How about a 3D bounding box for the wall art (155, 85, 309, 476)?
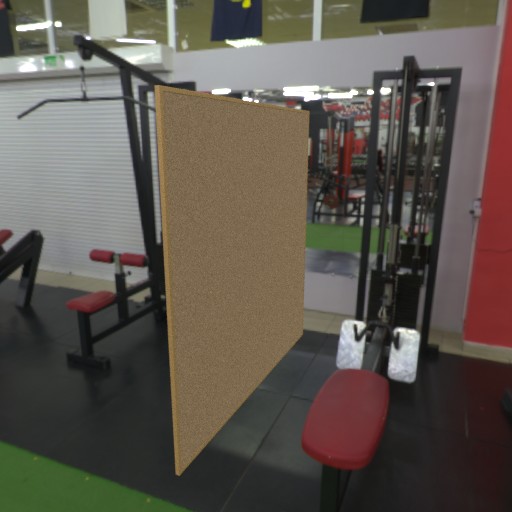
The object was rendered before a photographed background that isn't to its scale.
[{"bbox_3d":[0.000,0.000,1.461,0.013,0.959,0.962,7,16,24],"label":"wall art"}]
